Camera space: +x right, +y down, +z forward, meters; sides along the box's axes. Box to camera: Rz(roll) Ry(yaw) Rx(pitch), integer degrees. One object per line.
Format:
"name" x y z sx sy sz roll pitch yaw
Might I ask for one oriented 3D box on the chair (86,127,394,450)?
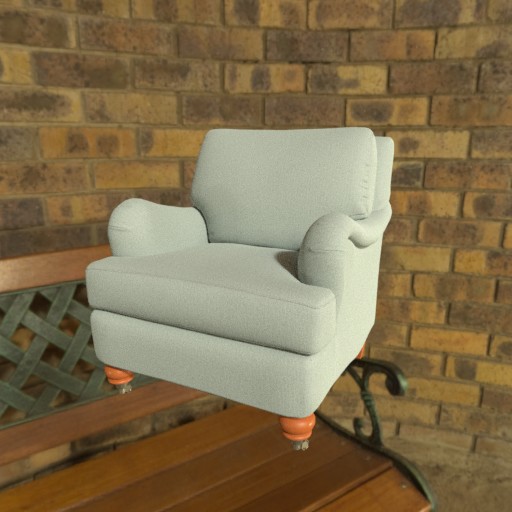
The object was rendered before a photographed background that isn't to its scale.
"chair" 0.000 0.000 1.850 0.955 1.038 1.070 7 16 26
